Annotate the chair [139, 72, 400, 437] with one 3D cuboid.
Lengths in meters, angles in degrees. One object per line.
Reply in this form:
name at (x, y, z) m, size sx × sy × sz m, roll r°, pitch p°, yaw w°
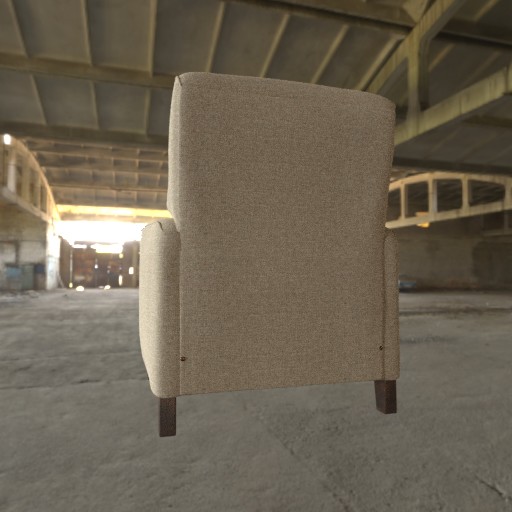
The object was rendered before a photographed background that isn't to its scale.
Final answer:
chair at (0.000, 0.000, 1.664) m, size 0.841 × 1.028 × 0.858 m, roll 1°, pitch -2°, yaw -16°
